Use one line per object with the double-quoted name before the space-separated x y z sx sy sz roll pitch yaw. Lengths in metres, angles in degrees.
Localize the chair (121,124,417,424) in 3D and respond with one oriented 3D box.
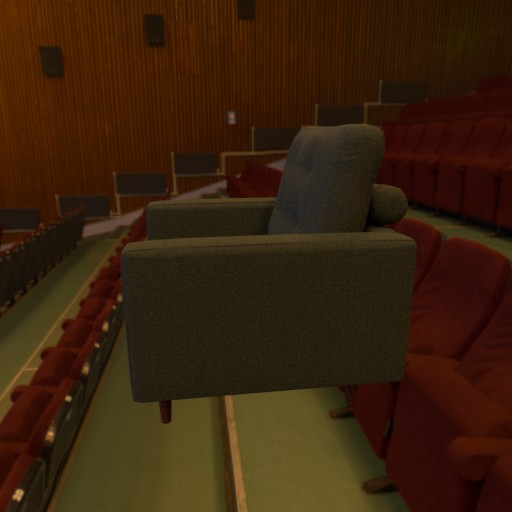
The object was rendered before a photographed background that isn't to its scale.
"chair" 0.000 0.000 1.555 0.843 0.880 0.821 -2 16 -8
